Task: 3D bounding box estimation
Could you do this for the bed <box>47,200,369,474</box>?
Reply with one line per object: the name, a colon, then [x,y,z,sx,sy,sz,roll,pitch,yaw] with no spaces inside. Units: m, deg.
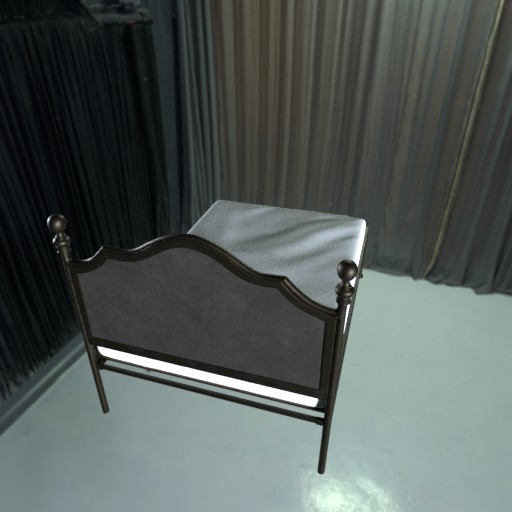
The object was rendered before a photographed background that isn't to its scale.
bed: [0.000,0.000,3.244,1.533,1.462,2.170,9,33,15]
